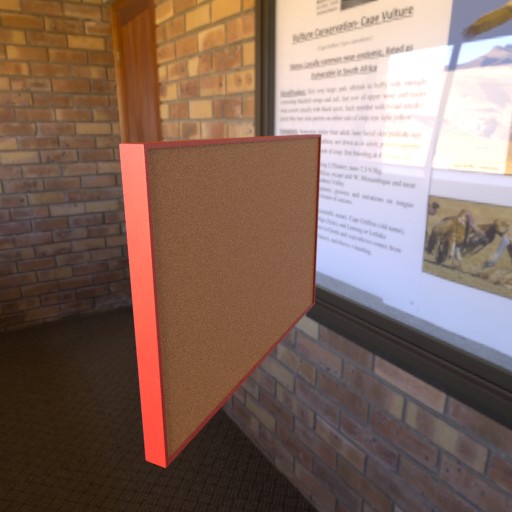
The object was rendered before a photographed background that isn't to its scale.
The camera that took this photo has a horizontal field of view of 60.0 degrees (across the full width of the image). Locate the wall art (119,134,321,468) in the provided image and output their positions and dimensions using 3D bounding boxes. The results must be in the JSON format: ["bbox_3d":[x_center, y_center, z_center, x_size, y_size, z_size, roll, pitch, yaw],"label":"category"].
[{"bbox_3d":[0.000,0.000,0.782,0.033,0.405,0.607,8,18,24],"label":"wall art"}]
